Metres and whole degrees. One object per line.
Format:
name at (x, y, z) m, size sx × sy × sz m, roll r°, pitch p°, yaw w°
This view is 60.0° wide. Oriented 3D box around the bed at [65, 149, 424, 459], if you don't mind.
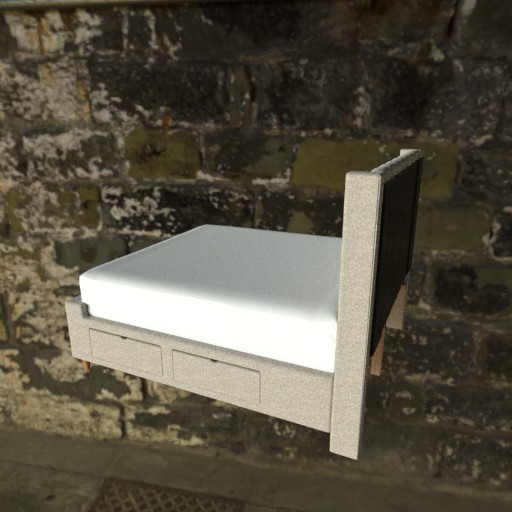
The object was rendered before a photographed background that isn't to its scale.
bed at (0.000, 0.000, 3.803) m, size 2.372 × 1.748 × 2.044 m, roll 8°, pitch 19°, yaw 24°
